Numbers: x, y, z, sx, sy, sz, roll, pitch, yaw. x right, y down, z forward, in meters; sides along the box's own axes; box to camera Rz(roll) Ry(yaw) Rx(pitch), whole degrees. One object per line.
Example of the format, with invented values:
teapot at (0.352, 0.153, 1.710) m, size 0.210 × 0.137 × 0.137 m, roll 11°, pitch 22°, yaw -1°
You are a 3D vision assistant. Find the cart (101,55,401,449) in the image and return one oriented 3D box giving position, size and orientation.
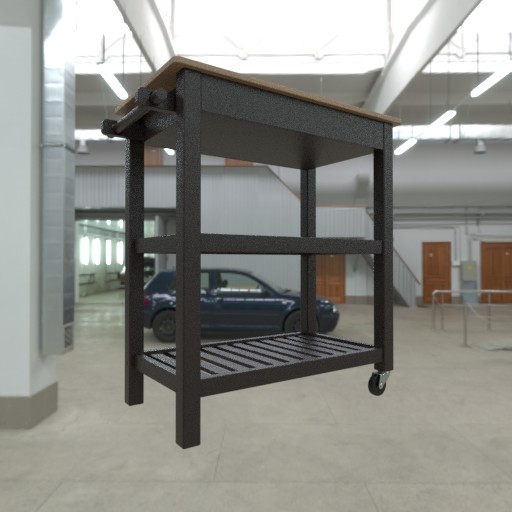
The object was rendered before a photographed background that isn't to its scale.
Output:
cart at (0.000, 0.000, 1.432) m, size 0.899 × 0.927 × 0.457 m, roll 0°, pitch -1°, yaw -35°
